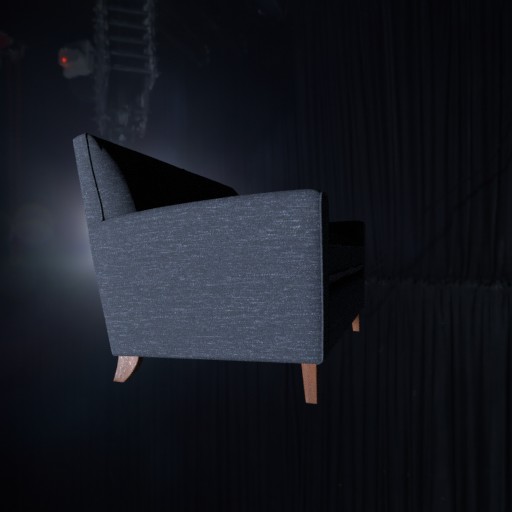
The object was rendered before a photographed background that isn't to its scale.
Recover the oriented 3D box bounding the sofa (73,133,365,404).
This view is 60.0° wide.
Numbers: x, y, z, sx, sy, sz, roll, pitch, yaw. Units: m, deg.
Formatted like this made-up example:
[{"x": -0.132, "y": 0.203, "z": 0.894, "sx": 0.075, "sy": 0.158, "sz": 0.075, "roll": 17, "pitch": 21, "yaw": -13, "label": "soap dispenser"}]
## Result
[{"x": 0.000, "y": 0.000, "z": 2.016, "sx": 0.875, "sy": 0.846, "sz": 1.420, "roll": 0, "pitch": 0, "yaw": 19, "label": "sofa"}]
